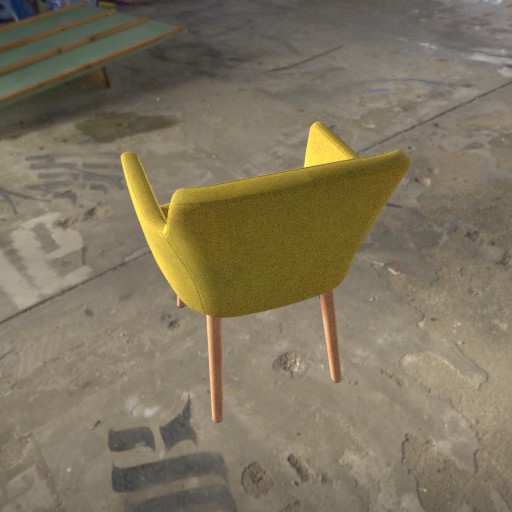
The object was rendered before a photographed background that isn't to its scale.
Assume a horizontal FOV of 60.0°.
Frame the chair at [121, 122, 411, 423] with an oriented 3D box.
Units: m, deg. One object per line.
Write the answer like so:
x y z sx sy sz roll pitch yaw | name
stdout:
0.000 0.000 1.190 0.570 0.780 0.570 -13 42 -15 | chair
